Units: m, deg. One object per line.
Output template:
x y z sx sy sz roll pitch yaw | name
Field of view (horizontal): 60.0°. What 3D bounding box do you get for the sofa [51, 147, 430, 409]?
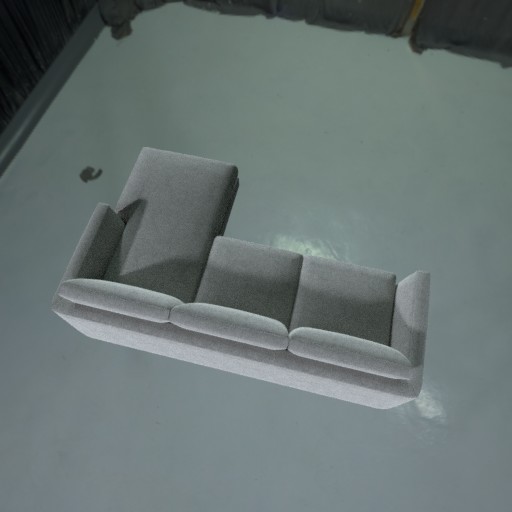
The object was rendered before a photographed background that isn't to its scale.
0.000 0.000 3.290 2.438 0.864 1.626 12 64 6 | sofa
